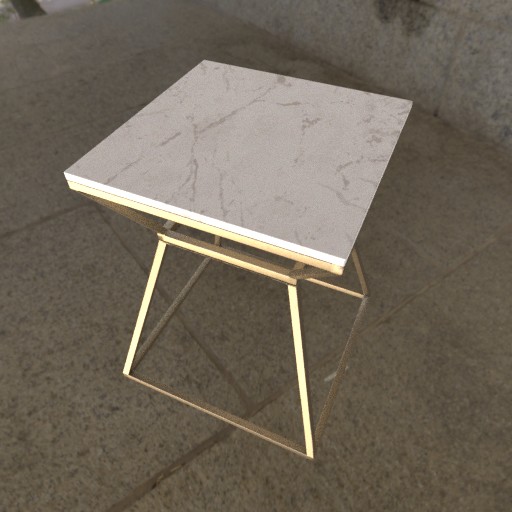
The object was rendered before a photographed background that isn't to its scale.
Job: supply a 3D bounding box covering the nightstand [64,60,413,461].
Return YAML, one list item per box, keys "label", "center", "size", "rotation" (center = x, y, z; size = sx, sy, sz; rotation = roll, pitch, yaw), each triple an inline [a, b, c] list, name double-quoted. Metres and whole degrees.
- label: "nightstand"
  center: [0.000, 0.000, 0.886]
  size: [0.455, 0.554, 0.455]
  rotation: [18, 49, 16]
